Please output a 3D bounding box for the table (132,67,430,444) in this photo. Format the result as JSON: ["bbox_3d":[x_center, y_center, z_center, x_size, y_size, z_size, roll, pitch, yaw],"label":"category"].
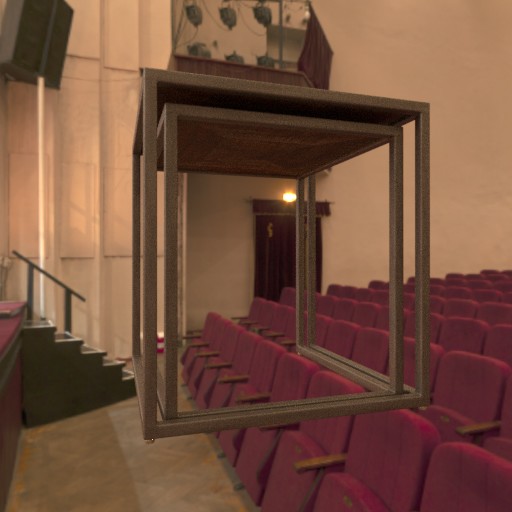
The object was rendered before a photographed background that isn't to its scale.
[{"bbox_3d":[0.000,0.000,0.862,0.450,0.500,0.449,0,0,-17],"label":"table"}]
